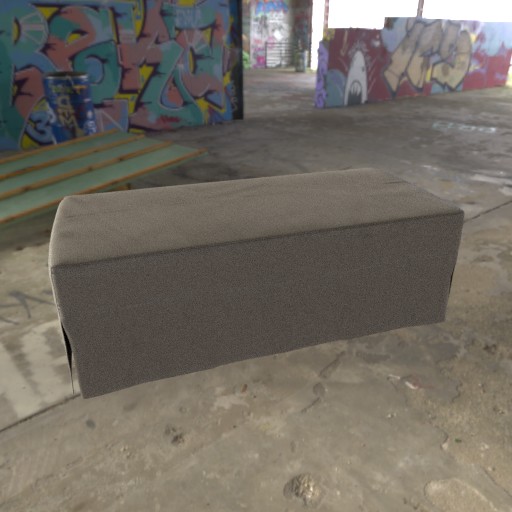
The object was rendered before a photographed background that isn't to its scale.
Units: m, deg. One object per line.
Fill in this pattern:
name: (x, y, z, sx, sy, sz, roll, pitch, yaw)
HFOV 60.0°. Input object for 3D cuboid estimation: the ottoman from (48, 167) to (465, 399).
ottoman: (0.000, 0.000, 1.687, 1.388, 0.457, 0.665, -8, 28, -16)
